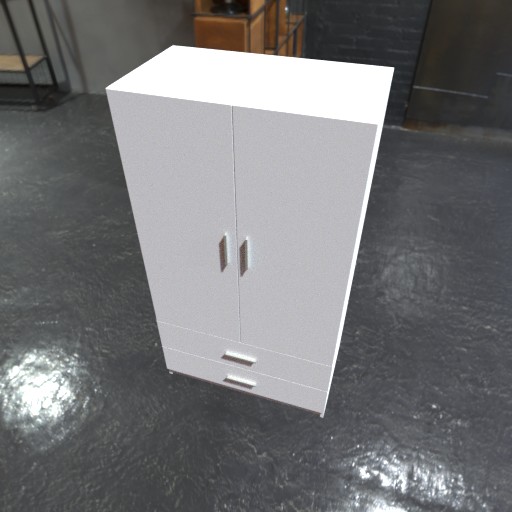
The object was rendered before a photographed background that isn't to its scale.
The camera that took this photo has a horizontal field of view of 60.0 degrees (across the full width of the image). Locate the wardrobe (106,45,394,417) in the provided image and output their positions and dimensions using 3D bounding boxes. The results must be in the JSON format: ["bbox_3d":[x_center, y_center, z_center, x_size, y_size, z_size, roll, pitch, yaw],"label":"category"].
[{"bbox_3d":[0.000,0.000,2.296,0.991,1.808,0.577,12,42,14],"label":"wardrobe"}]
